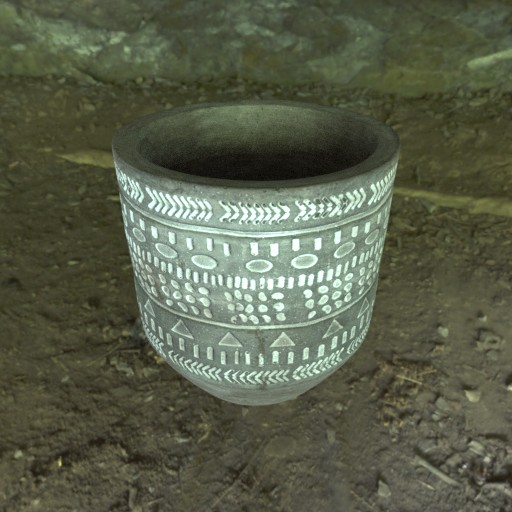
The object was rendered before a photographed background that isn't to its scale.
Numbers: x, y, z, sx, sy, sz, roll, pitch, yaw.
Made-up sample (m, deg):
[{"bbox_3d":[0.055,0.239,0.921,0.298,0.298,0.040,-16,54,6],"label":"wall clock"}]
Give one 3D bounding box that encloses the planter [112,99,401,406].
[{"bbox_3d":[0.000,0.000,0.263,0.142,0.149,0.142,0,32,0],"label":"planter"}]
